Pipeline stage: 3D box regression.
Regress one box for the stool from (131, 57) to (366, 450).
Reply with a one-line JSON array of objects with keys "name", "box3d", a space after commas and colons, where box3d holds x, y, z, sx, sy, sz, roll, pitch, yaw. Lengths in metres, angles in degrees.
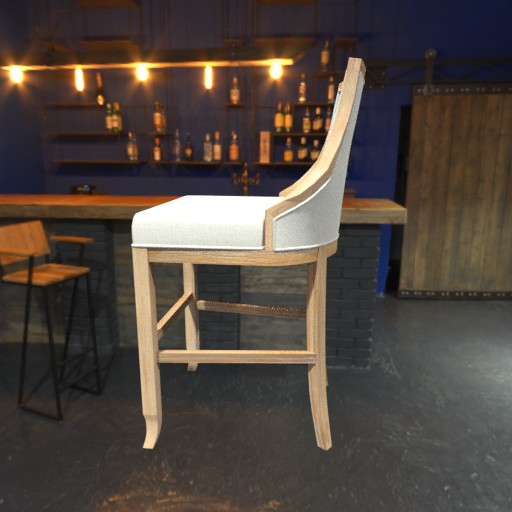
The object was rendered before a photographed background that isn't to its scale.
[{"name": "stool", "box3d": [0.000, 0.000, 1.434, 0.626, 1.101, 0.524, 2, 13, 7]}]
